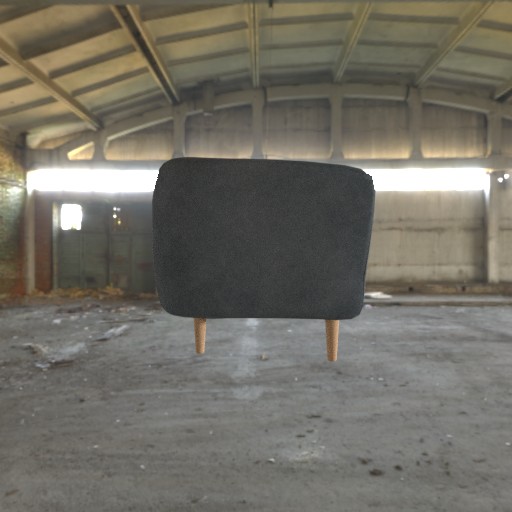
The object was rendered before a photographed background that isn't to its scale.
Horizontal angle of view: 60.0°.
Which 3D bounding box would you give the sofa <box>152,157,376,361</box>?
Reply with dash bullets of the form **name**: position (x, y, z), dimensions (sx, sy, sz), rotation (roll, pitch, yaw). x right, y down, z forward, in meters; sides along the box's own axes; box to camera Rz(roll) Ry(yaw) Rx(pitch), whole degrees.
- **sofa**: position (0.000, 0.000, 2.526), dimensions (0.849, 0.795, 2.095), rotation (0, 0, 1)
